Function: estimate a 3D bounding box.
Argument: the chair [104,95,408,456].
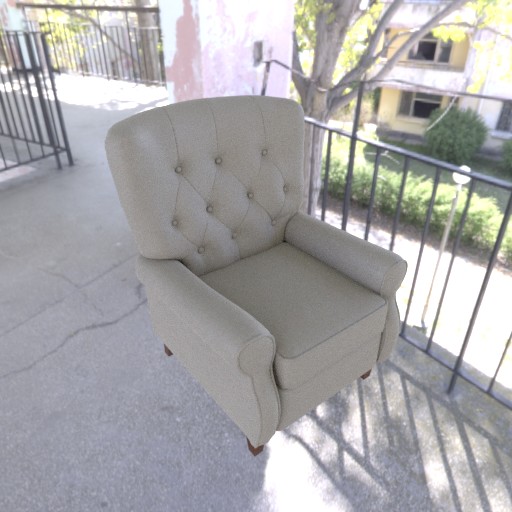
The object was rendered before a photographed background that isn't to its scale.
[{"bbox_3d":[0.000,0.000,1.895,0.943,1.158,1.059,-22,37,-32],"label":"chair"}]
